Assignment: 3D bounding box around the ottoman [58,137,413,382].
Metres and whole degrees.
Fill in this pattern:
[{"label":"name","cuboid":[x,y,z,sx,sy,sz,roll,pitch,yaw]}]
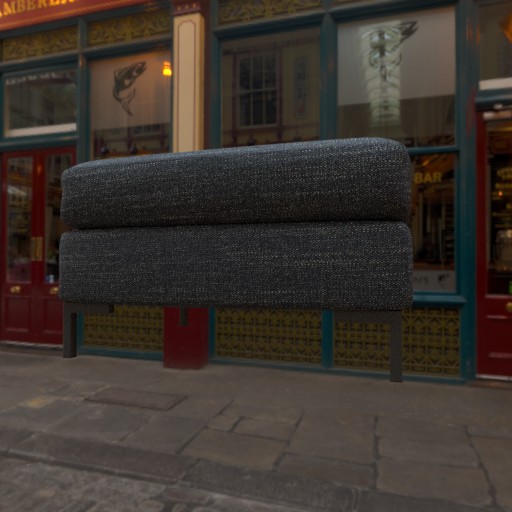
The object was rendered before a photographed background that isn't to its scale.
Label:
[{"label":"ottoman","cuboid":[0.000,0.000,1.237,0.814,0.491,0.667,0,-2,17]}]
